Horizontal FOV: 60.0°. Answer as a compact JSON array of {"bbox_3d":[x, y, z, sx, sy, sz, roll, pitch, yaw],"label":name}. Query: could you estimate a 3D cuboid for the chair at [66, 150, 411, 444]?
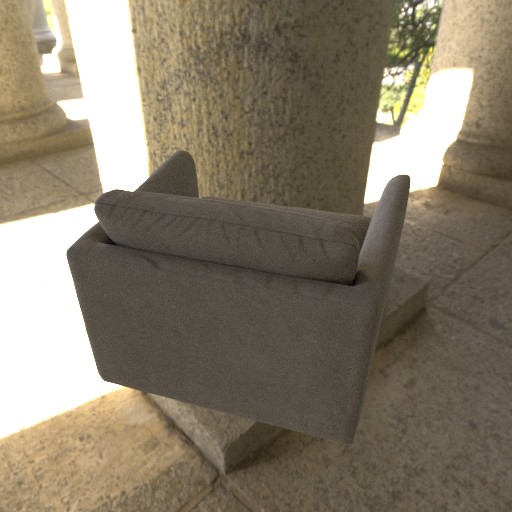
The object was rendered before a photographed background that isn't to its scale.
[{"bbox_3d":[0.000,0.000,1.914,1.190,0.845,1.091,9,33,14],"label":"chair"}]
